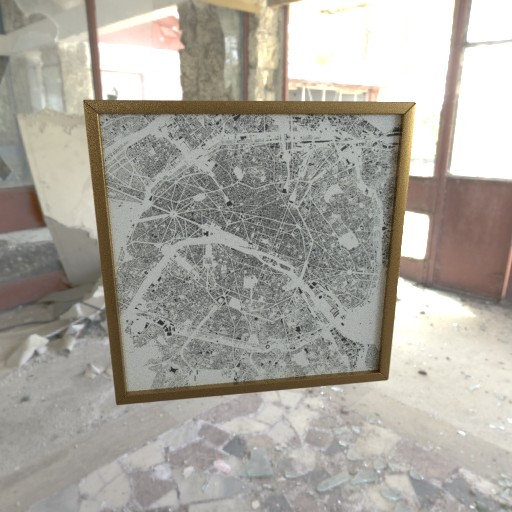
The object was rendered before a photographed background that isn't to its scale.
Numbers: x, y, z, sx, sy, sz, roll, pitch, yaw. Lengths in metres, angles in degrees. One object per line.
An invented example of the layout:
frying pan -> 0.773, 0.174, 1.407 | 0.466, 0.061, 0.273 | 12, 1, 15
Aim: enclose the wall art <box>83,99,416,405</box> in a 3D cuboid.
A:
wall art -> 0.000, 0.000, 0.462 | 0.305, 0.305, 0.037 | -3, 17, -8
